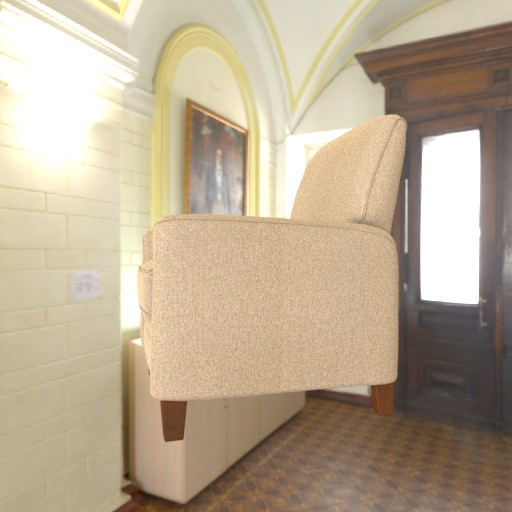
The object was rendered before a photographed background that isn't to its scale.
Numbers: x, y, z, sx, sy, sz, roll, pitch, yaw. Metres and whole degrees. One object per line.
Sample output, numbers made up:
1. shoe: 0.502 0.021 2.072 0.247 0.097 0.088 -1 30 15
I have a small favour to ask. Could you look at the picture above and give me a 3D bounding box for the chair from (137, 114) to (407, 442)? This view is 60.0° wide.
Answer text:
1. chair: 0.000 0.000 1.668 0.864 1.014 0.848 0 0 -17
